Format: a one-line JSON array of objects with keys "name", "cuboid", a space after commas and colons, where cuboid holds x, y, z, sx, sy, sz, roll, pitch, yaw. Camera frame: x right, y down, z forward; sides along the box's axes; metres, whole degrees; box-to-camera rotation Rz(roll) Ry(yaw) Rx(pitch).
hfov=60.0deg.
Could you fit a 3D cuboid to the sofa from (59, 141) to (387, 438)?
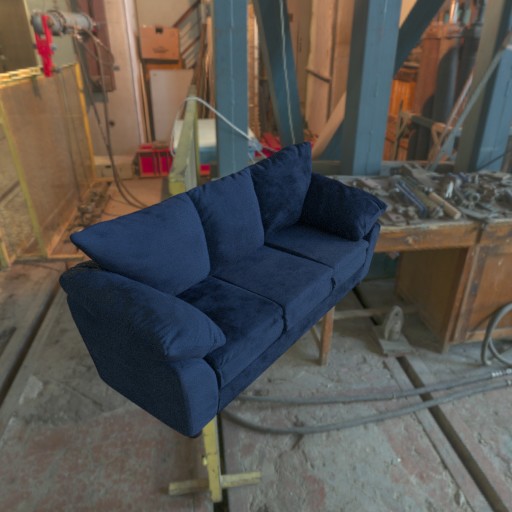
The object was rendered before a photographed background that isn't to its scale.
[{"name": "sofa", "cuboid": [0.000, 0.000, 2.954, 0.907, 1.091, 2.390, 19, 33, 32]}]
